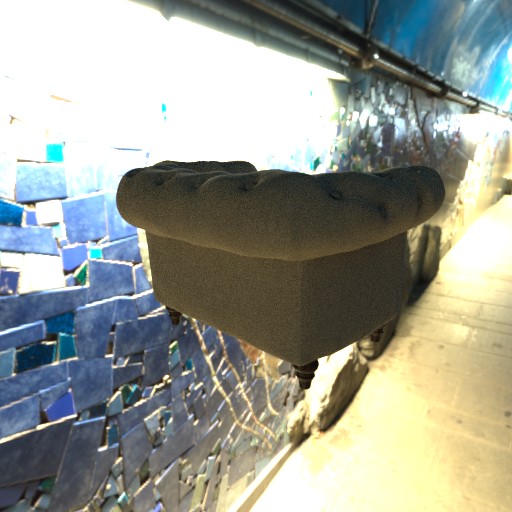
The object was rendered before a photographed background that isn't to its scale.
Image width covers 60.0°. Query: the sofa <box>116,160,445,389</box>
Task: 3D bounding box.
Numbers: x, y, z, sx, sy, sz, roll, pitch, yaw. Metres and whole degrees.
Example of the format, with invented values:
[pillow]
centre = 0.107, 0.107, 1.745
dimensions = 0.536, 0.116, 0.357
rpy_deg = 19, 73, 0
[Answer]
[sofa]
centre = 0.000, 0.000, 2.130
dimensions = 1.034, 0.878, 1.405
rpy_deg = -14, 20, -43
